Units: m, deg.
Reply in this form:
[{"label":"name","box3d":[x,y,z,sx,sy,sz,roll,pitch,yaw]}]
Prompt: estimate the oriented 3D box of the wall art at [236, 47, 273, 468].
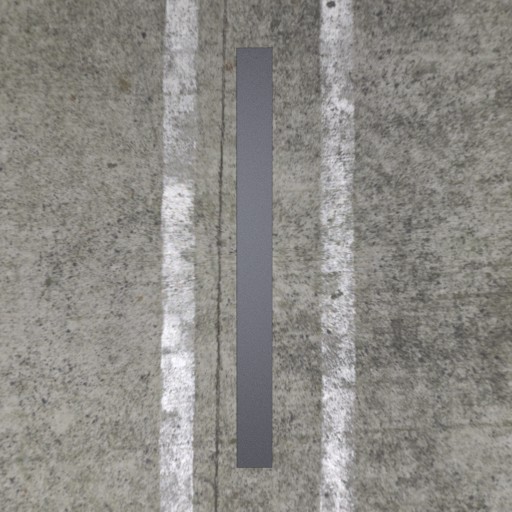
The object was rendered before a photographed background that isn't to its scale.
[{"label":"wall art","box3d":[0.000,0.000,0.533,0.028,0.380,0.325,0,91,0]}]
